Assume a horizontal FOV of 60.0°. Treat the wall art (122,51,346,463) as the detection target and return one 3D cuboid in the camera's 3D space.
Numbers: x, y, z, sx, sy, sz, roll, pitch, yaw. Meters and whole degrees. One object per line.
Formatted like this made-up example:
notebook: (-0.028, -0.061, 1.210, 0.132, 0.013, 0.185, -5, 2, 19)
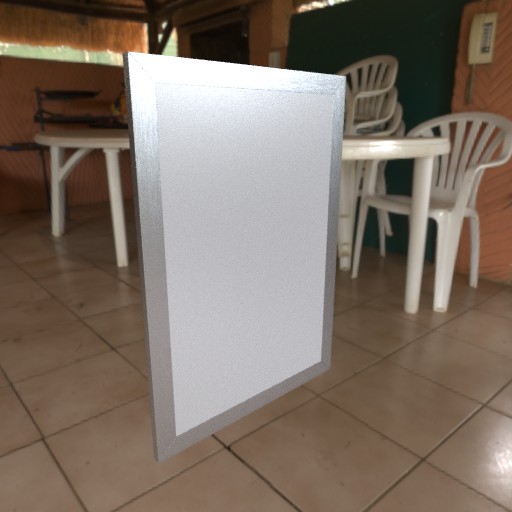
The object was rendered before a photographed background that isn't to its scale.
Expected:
wall art: (0.000, 0.000, 0.669, 0.376, 0.529, 0.013, -14, 22, -40)
